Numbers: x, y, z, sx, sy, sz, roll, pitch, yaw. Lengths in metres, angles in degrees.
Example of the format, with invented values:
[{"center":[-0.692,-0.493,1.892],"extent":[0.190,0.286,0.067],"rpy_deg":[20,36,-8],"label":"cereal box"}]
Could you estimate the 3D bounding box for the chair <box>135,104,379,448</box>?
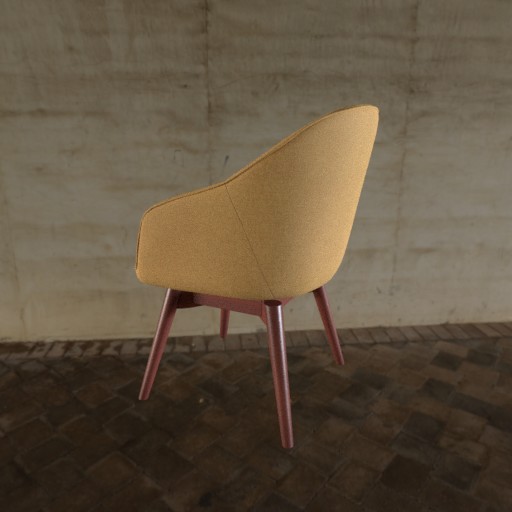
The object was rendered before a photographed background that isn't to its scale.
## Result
[{"center":[0.000,0.000,1.298],"extent":[0.635,0.823,0.596],"rpy_deg":[8,17,26],"label":"chair"}]
